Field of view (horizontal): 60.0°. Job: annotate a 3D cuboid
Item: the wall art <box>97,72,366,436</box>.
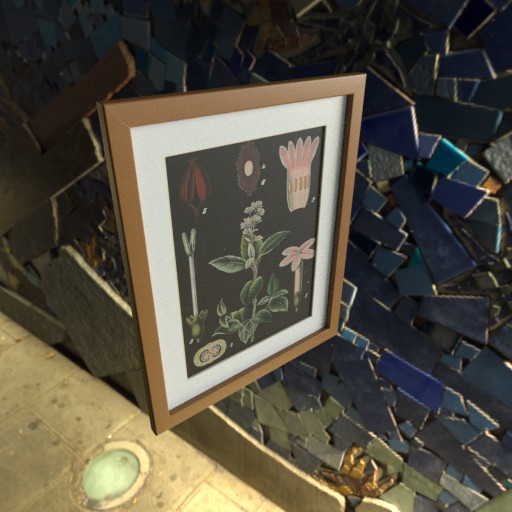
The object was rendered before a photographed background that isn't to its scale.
[{"bbox_3d":[0.000,0.000,0.755,0.449,0.550,0.021,-21,35,-32],"label":"wall art"}]
